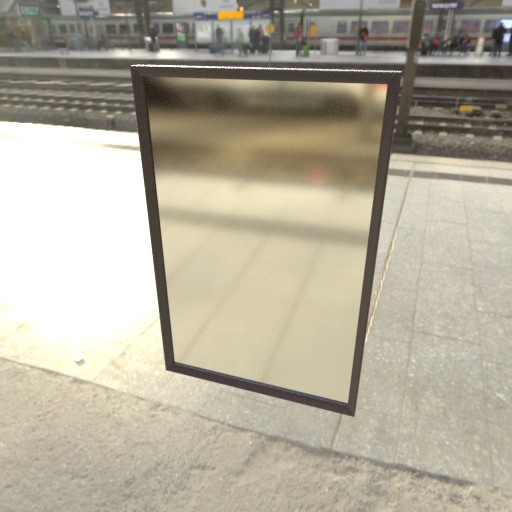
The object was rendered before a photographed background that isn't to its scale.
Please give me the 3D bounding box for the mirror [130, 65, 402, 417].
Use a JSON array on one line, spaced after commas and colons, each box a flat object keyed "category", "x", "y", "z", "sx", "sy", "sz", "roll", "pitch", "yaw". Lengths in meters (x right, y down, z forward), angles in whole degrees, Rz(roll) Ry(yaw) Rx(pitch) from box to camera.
[{"category": "mirror", "x": 0.000, "y": 0.000, "z": 1.169, "sx": 0.609, "sy": 0.915, "sz": 0.041, "roll": 9, "pitch": 28, "yaw": 17}]
